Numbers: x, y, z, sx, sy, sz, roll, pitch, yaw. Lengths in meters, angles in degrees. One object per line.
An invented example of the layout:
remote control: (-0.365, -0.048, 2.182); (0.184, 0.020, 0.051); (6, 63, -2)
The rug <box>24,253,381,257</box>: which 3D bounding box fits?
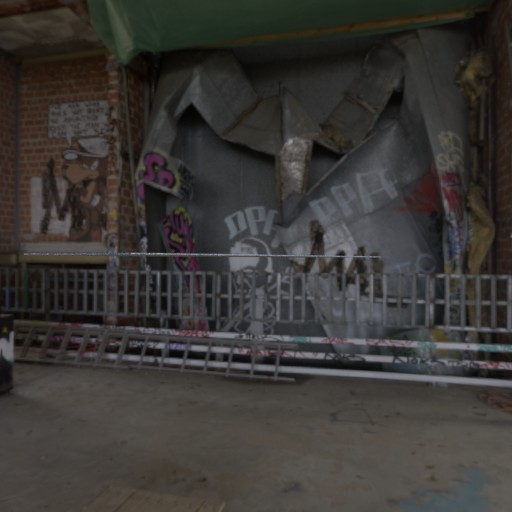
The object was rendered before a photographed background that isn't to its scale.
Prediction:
rug: (0.000, 0.000, 2.667); (0.688, 0.008, 2.443); (0, -1, 35)
